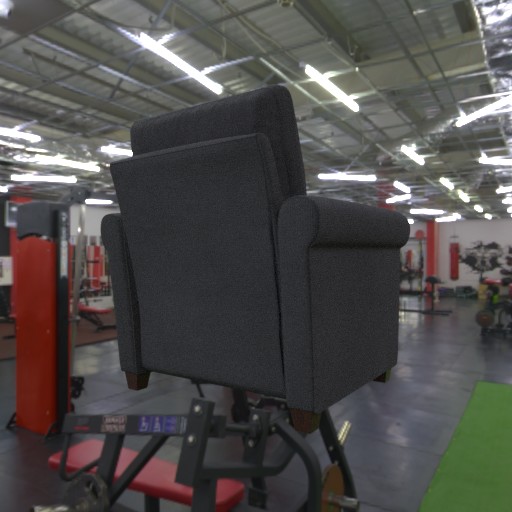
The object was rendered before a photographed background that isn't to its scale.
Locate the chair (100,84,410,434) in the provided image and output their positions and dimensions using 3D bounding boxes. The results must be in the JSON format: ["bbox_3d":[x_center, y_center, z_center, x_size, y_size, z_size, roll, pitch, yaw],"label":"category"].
[{"bbox_3d":[0.000,0.000,1.595,0.867,0.942,0.828,0,-1,35],"label":"chair"}]
